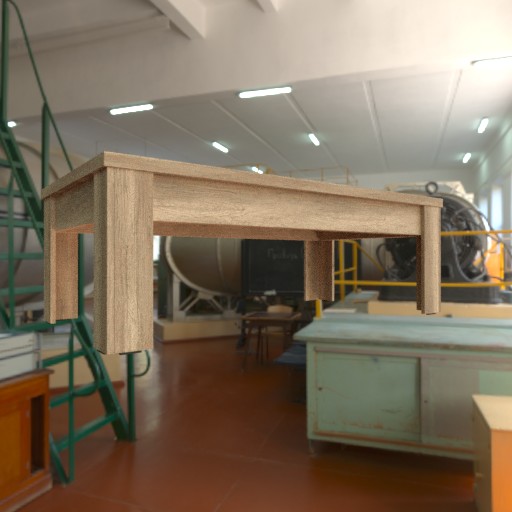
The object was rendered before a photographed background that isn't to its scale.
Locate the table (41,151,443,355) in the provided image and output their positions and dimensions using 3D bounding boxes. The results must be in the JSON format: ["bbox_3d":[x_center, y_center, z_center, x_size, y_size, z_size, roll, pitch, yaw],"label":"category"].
[{"bbox_3d":[0.000,0.000,1.663,1.350,0.460,0.700,0,0,-36],"label":"table"}]
